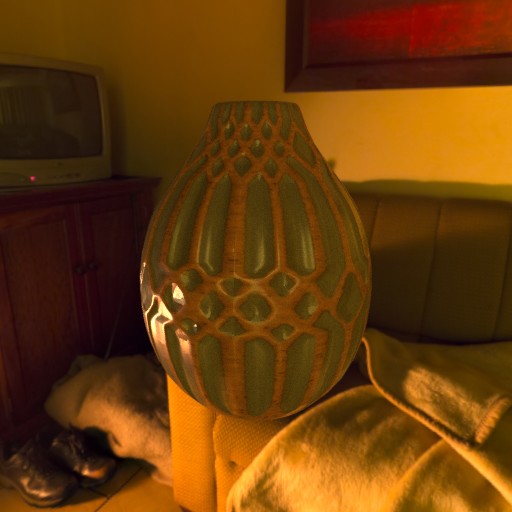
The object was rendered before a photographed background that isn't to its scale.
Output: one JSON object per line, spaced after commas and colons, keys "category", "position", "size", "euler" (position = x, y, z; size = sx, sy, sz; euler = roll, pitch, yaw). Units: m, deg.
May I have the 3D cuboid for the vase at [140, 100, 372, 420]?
{"category": "vase", "position": [0.000, 0.000, 0.135], "size": [0.069, 0.088, 0.069], "euler": [0, 15, 0]}
